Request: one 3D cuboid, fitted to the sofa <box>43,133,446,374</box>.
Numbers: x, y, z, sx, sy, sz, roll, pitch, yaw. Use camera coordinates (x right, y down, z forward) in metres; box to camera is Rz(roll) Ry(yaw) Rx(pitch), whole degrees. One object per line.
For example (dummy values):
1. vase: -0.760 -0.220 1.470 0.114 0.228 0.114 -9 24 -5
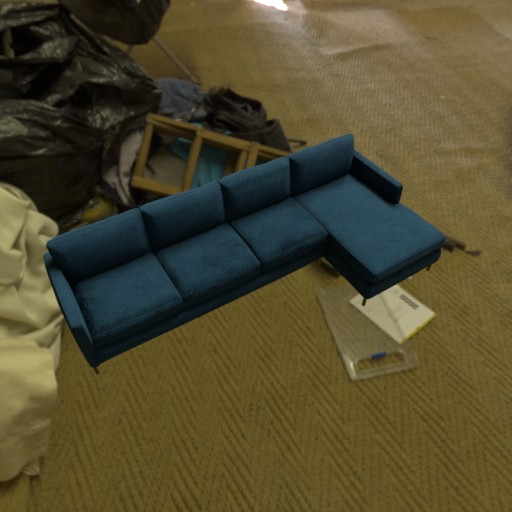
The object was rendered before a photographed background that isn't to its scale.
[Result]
1. sofa: 0.000 0.000 3.526 2.932 0.810 1.350 -24 51 -21
